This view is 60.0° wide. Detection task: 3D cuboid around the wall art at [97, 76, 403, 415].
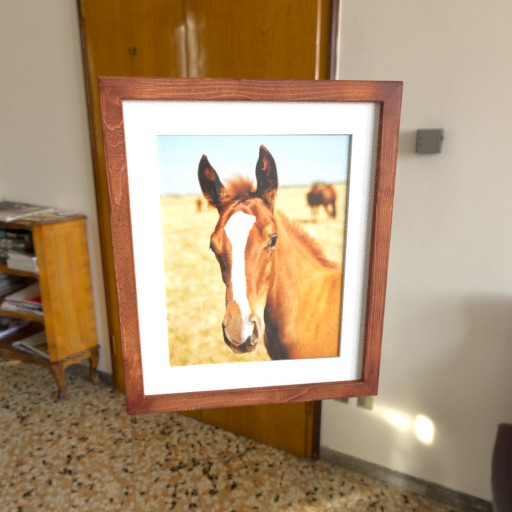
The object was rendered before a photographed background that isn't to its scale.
[{"bbox_3d":[0.000,0.000,0.751,0.462,0.558,0.030,-2,15,-7],"label":"wall art"}]
